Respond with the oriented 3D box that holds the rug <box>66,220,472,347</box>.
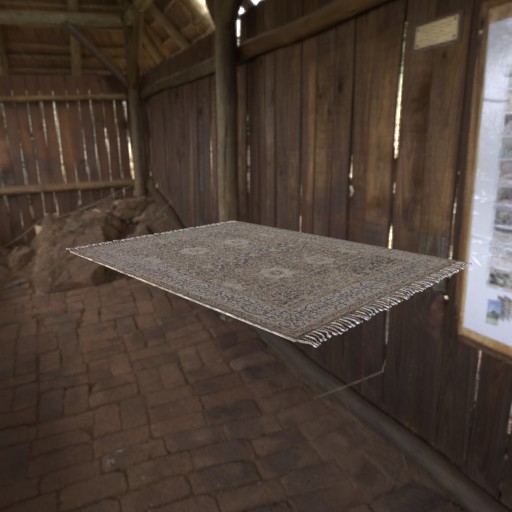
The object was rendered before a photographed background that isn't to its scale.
[{"bbox_3d":[0.000,0.000,4.396,3.291,0.017,2.431,14,20,43],"label":"rug"}]
